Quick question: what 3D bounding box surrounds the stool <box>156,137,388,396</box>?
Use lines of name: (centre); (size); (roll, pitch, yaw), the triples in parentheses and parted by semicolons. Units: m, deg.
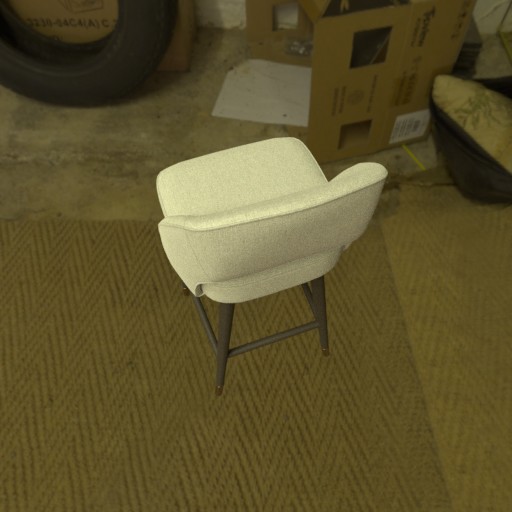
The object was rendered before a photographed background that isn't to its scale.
stool: (0.000, 0.000, 1.302); (0.494, 1.037, 0.509); (-17, 59, -11)
